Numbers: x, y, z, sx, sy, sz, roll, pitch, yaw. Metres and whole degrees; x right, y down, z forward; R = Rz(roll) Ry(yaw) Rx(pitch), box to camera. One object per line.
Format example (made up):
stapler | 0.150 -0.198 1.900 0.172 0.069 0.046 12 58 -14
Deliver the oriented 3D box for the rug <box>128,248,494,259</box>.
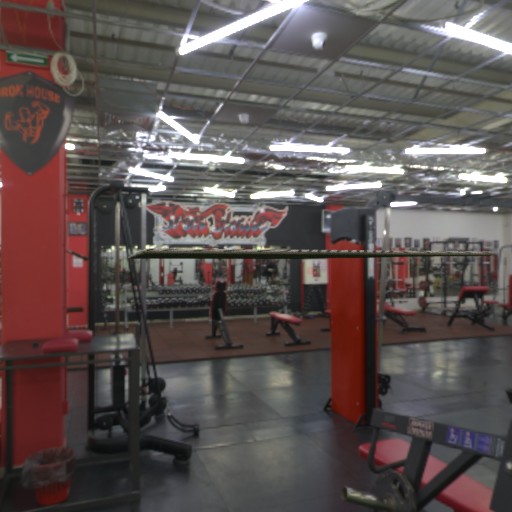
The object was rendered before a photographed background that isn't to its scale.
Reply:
rug | 0.000 0.000 2.291 1.237 0.019 1.842 0 -1 -17
